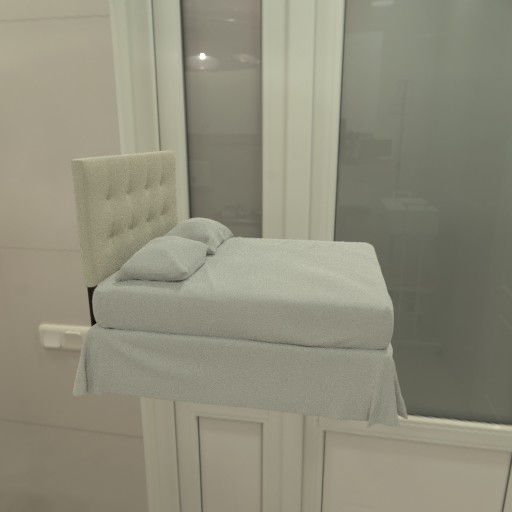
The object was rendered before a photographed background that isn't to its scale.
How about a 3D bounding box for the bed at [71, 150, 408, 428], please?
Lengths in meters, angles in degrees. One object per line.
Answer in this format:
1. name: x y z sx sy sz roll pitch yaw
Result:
1. bed: 0.000 0.000 3.533 2.222 1.577 1.936 3 15 10
